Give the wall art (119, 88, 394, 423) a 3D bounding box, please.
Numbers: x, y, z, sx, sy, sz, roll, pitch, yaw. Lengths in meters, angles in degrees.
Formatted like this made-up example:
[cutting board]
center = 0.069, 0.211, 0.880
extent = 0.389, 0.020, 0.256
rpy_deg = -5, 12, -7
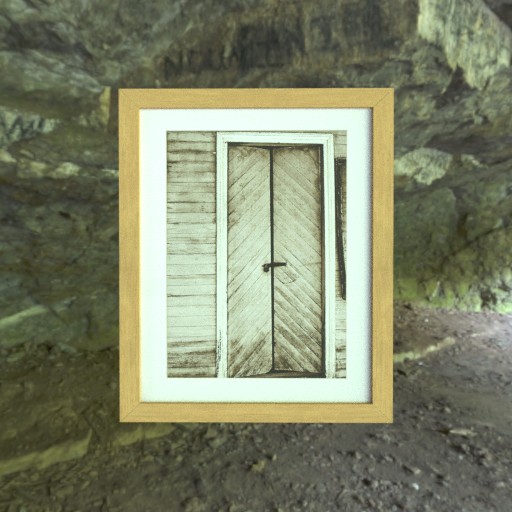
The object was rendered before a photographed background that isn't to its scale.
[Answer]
[wall art]
center = 0.000, 0.000, 0.519
extent = 0.312, 0.380, 0.030
rpy_deg = 0, 1, 0
